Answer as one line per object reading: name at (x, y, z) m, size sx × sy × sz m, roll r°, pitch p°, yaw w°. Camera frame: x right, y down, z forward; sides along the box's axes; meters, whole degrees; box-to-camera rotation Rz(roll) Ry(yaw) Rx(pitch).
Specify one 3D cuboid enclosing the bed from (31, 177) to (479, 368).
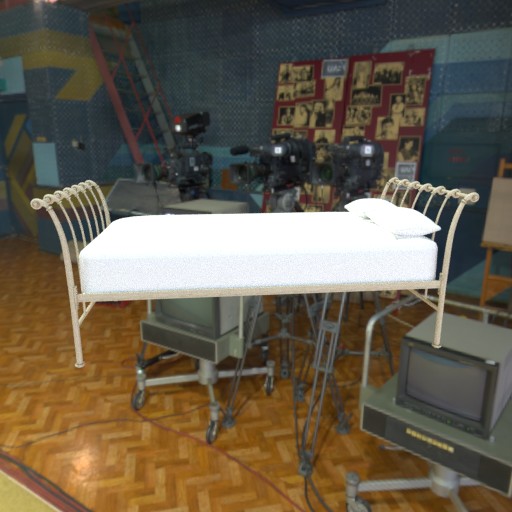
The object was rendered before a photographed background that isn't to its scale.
bed at (0.000, 0.000, 2.765) m, size 2.228 × 0.873 × 1.032 m, roll -2°, pitch 15°, yaw -6°
